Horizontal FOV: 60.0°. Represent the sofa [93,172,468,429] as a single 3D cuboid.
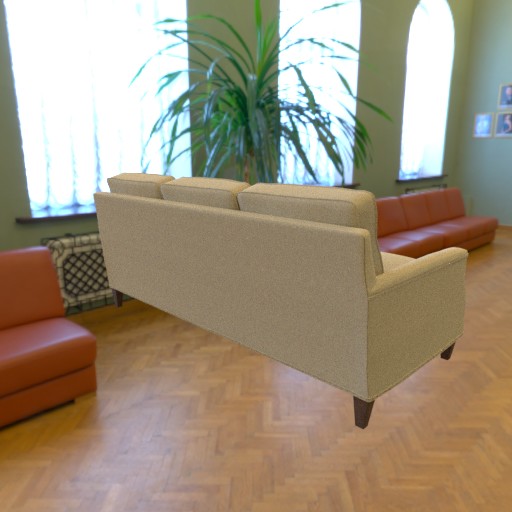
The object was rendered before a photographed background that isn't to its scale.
[{"bbox_3d":[0.000,0.000,2.792,2.246,1.003,1.084,13,19,43],"label":"sofa"}]
